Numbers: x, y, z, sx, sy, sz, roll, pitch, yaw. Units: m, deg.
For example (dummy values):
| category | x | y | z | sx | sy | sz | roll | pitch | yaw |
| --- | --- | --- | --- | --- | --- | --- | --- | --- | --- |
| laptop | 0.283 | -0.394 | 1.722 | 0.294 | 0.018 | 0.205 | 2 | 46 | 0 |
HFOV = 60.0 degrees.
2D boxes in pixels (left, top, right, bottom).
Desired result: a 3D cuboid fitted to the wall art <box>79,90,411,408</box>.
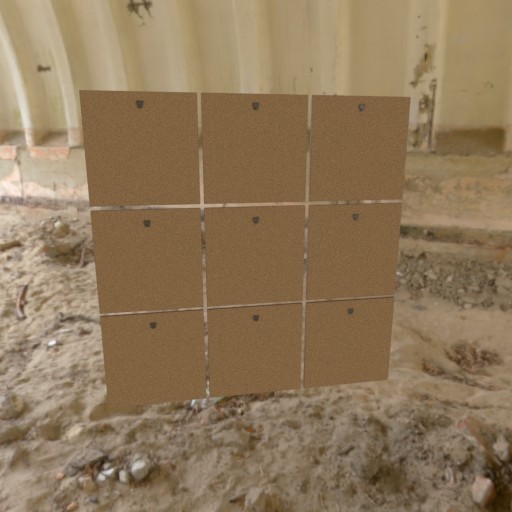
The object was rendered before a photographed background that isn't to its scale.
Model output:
| category | x | y | z | sx | sy | sz | roll | pitch | yaw |
| --- | --- | --- | --- | --- | --- | --- | --- | --- | --- |
| wall art | 0.000 | 0.000 | 1.763 | 1.221 | 1.218 | 0.019 | -3 | 14 | -10 |
